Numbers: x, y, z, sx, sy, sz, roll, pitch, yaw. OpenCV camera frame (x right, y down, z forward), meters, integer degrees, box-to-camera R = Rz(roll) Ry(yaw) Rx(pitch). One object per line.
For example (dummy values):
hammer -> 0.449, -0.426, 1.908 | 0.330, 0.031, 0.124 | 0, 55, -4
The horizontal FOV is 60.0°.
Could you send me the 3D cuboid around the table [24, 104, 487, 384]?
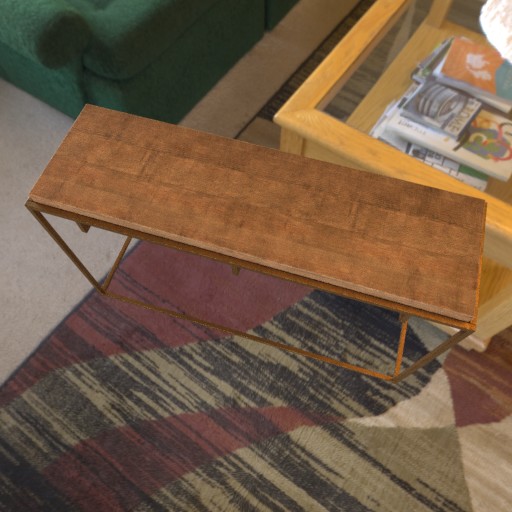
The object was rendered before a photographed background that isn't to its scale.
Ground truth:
table -> 0.000, 0.000, 1.736 | 1.400, 0.820, 0.440 | 15, 65, 8
